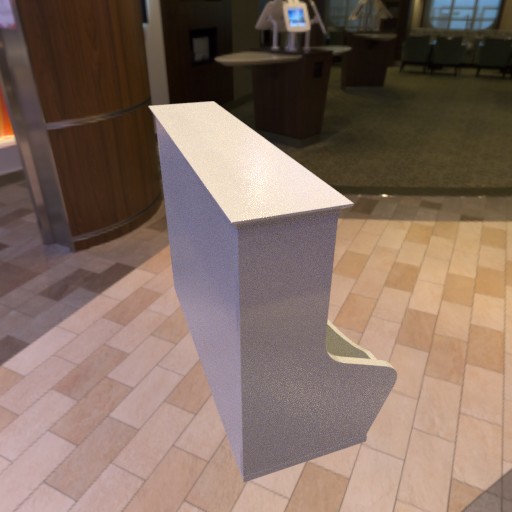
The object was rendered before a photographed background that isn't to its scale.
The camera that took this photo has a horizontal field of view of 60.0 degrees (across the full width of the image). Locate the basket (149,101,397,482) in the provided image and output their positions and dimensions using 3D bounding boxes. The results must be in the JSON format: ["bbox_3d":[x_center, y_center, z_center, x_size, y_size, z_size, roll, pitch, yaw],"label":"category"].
[{"bbox_3d":[0.000,0.000,1.109,0.350,0.600,0.780,-10,32,-17],"label":"basket"}]
